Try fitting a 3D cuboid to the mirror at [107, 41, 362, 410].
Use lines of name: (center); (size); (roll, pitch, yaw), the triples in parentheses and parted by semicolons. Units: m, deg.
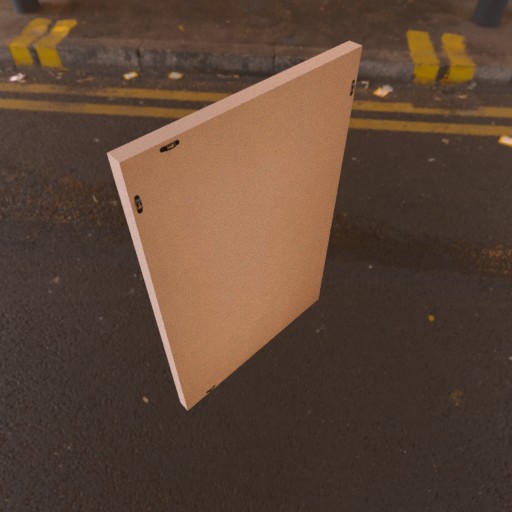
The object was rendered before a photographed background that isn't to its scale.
mirror: (0.000, 0.000, 1.163); (0.609, 0.915, 0.041); (-36, 57, -28)
